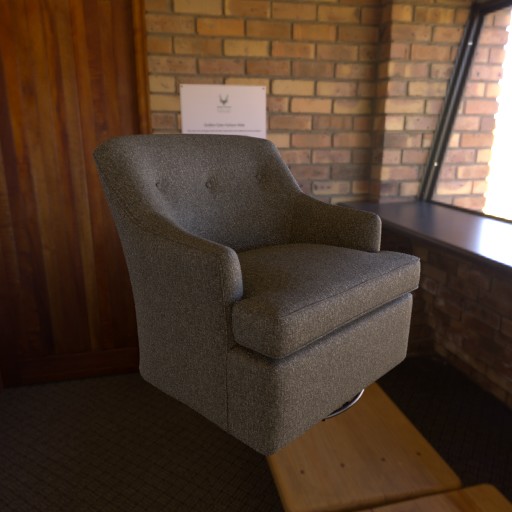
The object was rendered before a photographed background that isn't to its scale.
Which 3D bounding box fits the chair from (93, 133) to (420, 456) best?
[{"bbox_3d":[0.000,0.000,1.606,0.923,0.856,0.864,15,21,43],"label":"chair"}]
